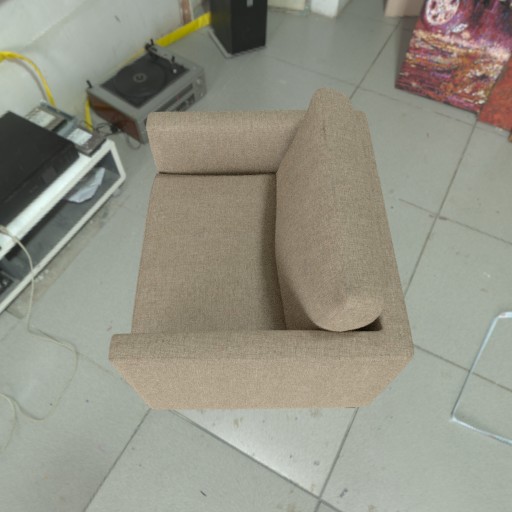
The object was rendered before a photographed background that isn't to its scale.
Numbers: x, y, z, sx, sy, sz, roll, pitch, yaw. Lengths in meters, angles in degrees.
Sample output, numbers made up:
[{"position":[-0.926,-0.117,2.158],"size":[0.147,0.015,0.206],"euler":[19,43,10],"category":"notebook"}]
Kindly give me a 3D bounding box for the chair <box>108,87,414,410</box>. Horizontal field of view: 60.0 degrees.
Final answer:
[{"position":[0.000,0.000,1.833],"size":[0.959,0.987,1.107],"euler":[-1,59,0],"category":"chair"}]
